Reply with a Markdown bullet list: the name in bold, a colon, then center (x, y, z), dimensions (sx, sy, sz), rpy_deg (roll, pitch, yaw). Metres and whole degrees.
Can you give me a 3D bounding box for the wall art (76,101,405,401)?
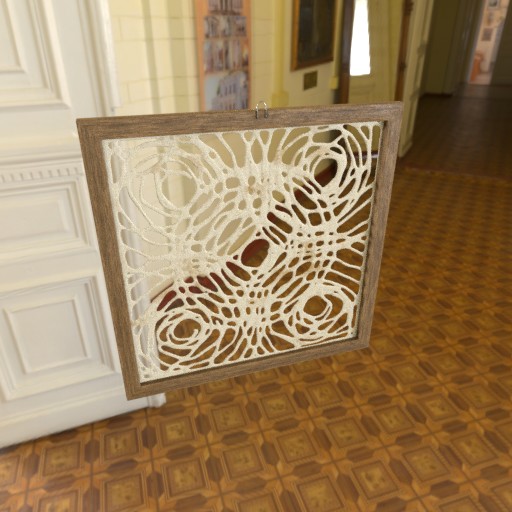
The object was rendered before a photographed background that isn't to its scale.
- **wall art**: center (0.000, 0.000, 0.859), dimensions (0.561, 0.576, 0.021), rpy_deg (-8, 29, -16)
